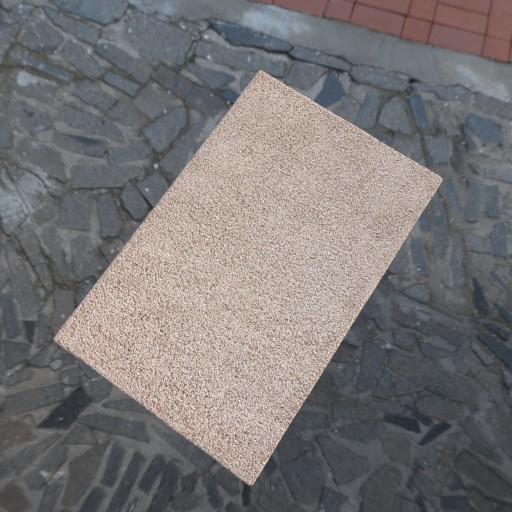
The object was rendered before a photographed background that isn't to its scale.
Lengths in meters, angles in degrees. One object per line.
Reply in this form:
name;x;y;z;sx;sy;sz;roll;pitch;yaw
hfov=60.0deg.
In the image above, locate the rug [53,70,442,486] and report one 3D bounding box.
rug;0.000;0.000;3.418;1.778;0.030;2.743;33;79;7
